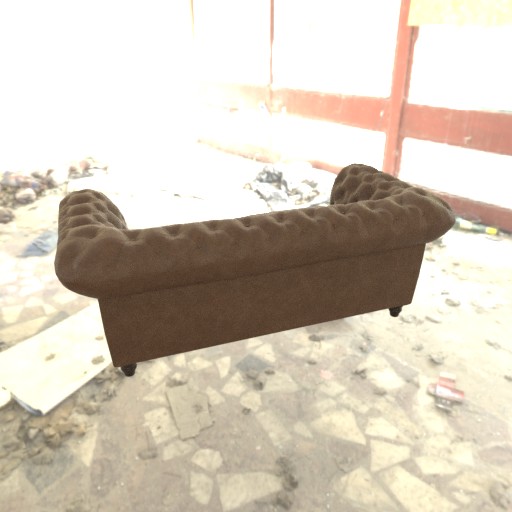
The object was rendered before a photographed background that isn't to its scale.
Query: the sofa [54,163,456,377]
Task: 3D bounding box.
[{"bbox_3d":[0.000,0.000,2.554,2.048,0.784,0.955,-9,27,-18],"label":"sofa"}]
